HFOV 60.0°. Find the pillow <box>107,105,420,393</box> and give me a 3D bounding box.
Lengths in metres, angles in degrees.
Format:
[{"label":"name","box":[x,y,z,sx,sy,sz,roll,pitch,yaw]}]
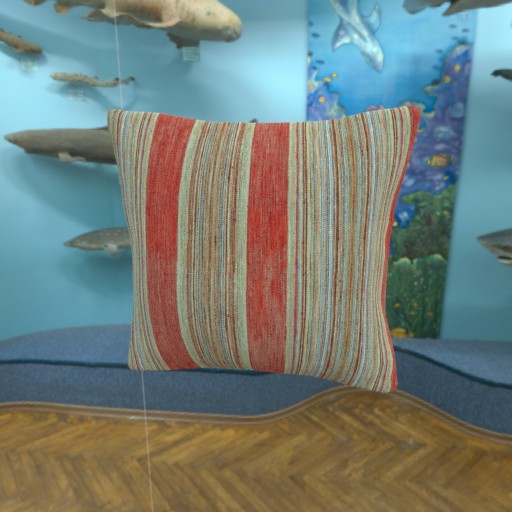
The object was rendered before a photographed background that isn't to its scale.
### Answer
[{"label":"pillow","box":[0.000,0.000,0.657,0.437,0.419,0.136,2,15,9]}]
